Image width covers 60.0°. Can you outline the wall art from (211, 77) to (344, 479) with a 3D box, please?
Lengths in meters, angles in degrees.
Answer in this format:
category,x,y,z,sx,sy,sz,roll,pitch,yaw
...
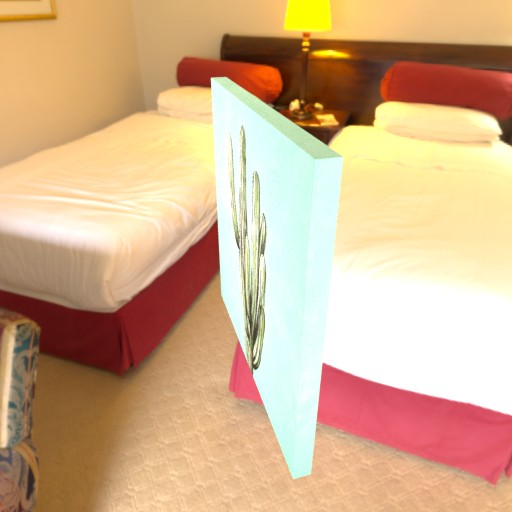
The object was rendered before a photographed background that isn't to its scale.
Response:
category,x,y,z,sx,sy,sz,roll,pitch,yaw
wall art,0.000,0.000,0.912,0.036,0.603,0.603,-8,32,-14
